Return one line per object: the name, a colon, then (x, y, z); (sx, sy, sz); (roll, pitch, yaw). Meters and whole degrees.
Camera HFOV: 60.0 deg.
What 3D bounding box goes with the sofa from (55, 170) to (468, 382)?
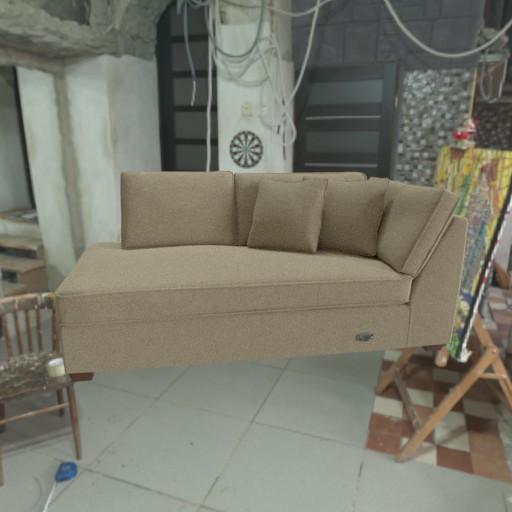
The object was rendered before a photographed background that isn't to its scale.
sofa: (0.000, 0.000, 2.846); (2.237, 1.033, 1.110); (-2, 16, -9)
